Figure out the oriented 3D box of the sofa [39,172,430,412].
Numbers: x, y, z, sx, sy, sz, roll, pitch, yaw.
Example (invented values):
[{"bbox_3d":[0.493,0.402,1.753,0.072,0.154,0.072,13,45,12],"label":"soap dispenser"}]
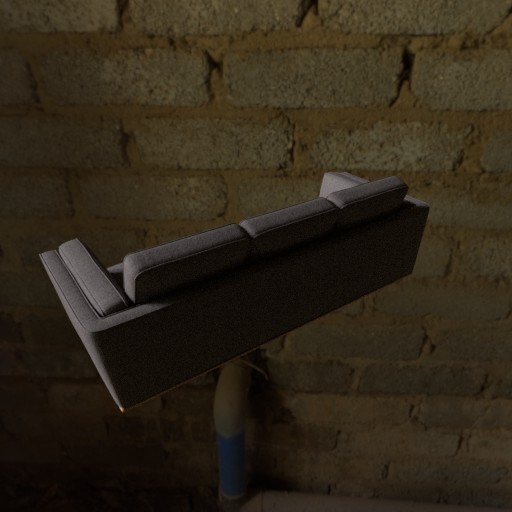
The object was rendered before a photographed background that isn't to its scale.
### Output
[{"bbox_3d":[0.000,0.000,2.859,2.362,0.899,0.903,-19,35,-30],"label":"sofa"}]
